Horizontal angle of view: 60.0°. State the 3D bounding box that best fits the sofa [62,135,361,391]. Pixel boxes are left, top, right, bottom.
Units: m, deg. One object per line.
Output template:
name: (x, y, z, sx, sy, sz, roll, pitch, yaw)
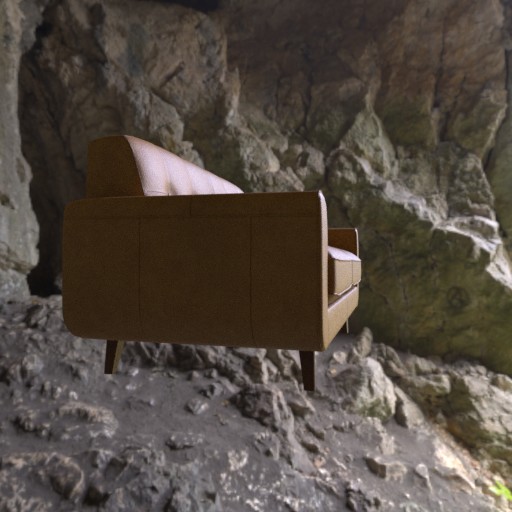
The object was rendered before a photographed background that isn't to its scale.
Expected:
sofa: (0.000, 0.000, 2.217, 0.952, 0.925, 1.651, 0, -1, 17)
